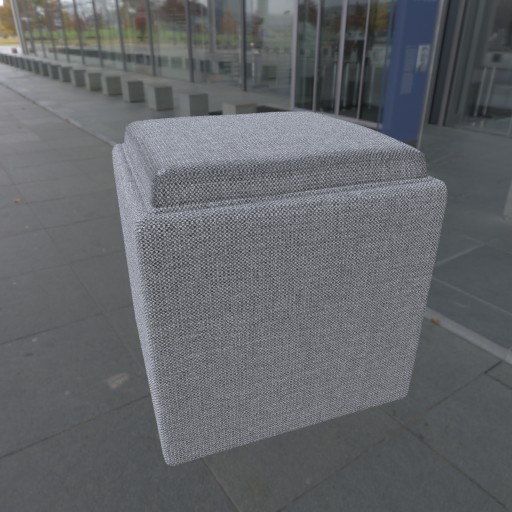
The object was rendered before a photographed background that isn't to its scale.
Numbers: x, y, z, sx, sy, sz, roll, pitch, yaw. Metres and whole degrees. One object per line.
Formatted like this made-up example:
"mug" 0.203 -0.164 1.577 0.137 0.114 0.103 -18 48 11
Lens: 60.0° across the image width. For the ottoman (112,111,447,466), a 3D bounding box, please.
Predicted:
"ottoman" 0.000 0.000 0.837 0.454 0.487 0.436 -9 28 -18
